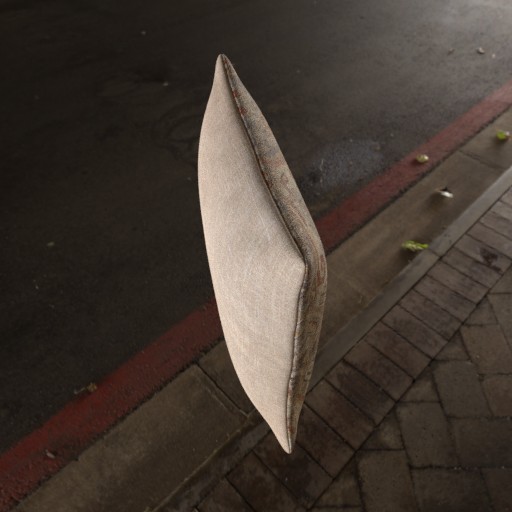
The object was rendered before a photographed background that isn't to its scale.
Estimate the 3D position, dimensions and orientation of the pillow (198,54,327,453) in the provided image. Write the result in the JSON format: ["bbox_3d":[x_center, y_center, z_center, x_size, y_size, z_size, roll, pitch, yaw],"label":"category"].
[{"bbox_3d":[0.000,0.000,0.792,0.166,0.506,0.523,-9,47,-9],"label":"pillow"}]
